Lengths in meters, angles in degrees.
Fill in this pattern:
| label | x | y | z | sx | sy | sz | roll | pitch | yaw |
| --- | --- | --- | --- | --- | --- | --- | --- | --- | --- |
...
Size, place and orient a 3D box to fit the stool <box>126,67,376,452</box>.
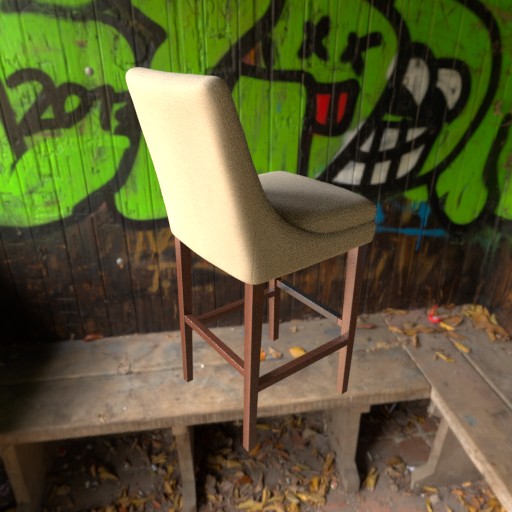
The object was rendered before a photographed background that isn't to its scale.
| label | x | y | z | sx | sy | sz | roll | pitch | yaw |
| --- | --- | --- | --- | --- | --- | --- | --- | --- | --- |
| stool | 0.000 | 0.000 | 1.374 | 0.577 | 1.078 | 0.470 | -18 | 32 | -33 |
